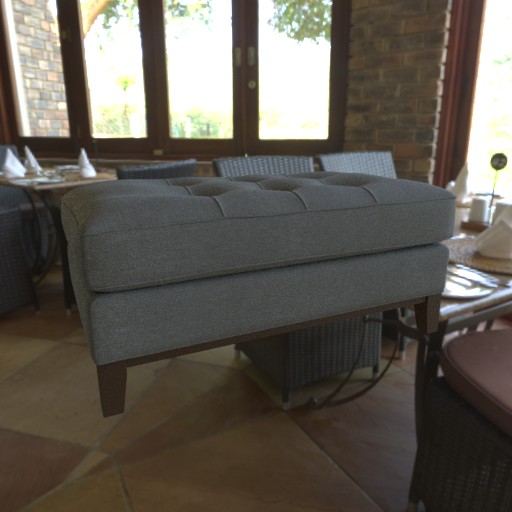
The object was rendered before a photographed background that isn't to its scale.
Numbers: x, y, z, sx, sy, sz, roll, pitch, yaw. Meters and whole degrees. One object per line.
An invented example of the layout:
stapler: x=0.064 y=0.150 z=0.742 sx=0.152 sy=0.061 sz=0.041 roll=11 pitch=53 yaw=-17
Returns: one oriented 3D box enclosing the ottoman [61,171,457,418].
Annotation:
ottoman: x=0.000 y=0.000 z=1.473 sx=1.143 sy=0.514 sz=0.648 roll=-8 pitch=18 yaw=-25
